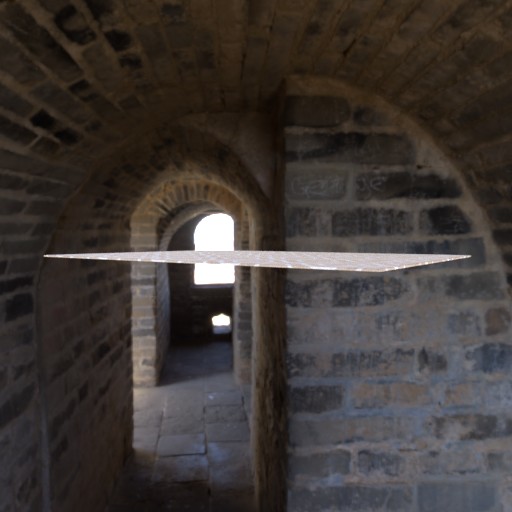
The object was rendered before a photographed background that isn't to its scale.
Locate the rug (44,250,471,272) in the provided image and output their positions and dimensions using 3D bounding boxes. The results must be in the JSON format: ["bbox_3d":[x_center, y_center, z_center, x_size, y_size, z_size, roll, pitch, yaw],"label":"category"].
[{"bbox_3d":[0.000,0.000,2.712,2.134,0.010,1.524,2,3,36],"label":"rug"}]
